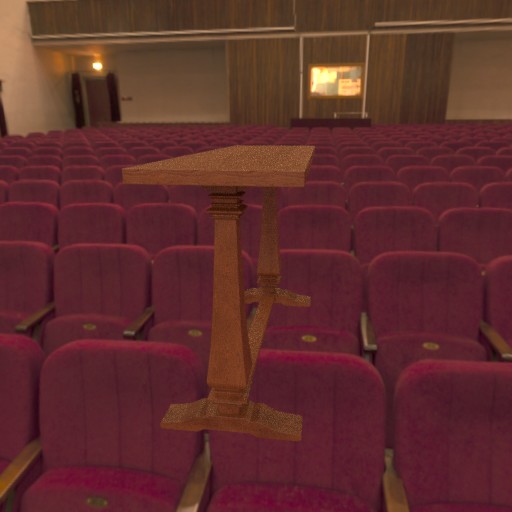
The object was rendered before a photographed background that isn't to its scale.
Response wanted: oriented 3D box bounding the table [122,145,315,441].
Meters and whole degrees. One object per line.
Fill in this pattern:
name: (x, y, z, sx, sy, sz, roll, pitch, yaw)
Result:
table: (0.000, 0.000, 1.879, 0.461, 0.852, 1.478, 2, 16, 8)
